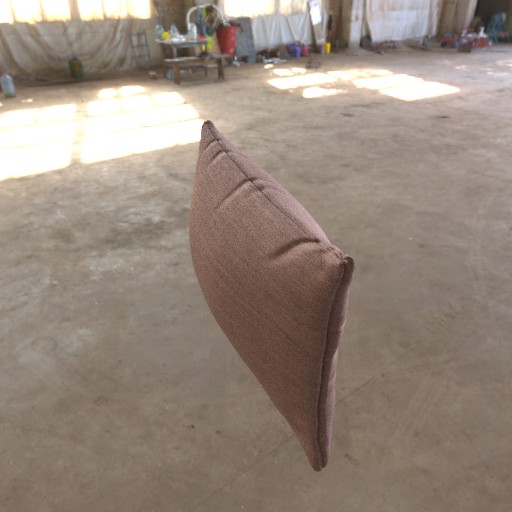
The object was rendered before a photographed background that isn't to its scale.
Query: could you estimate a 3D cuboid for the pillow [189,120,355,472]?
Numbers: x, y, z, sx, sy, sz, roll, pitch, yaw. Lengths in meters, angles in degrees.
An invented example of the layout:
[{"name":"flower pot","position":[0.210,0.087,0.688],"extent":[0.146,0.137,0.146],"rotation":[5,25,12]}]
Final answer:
[{"name":"pillow","position":[0.000,0.000,0.787],"extent":[0.210,0.338,0.633],"rotation":[-10,32,-16]}]
